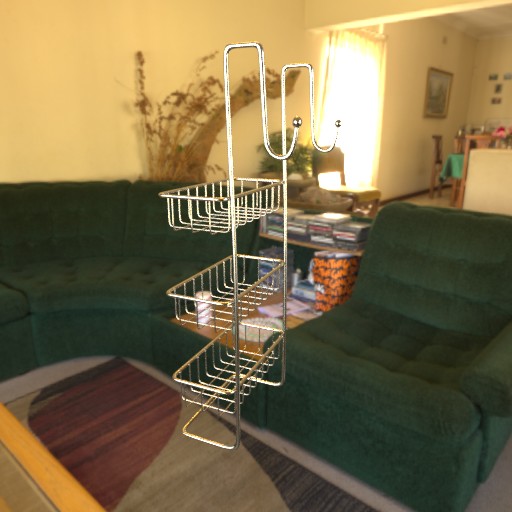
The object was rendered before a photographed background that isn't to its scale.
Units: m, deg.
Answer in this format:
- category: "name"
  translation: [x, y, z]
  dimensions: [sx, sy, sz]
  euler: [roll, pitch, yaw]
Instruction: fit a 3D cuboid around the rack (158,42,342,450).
- category: "rack"
  translation: [0.000, 0.000, 0.690]
  dimensions: [0.202, 0.574, 0.228]
  euler: [7, 18, 23]
